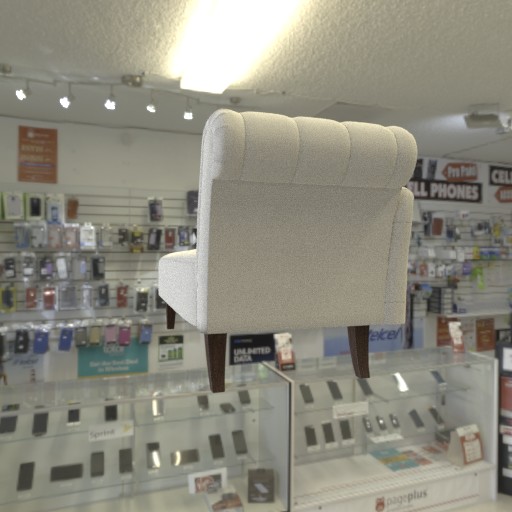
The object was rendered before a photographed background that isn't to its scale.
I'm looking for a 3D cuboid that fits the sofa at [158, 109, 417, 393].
[{"bbox_3d":[0.000,0.000,1.834,0.675,0.787,1.379,0,0,-18],"label":"sofa"}]
